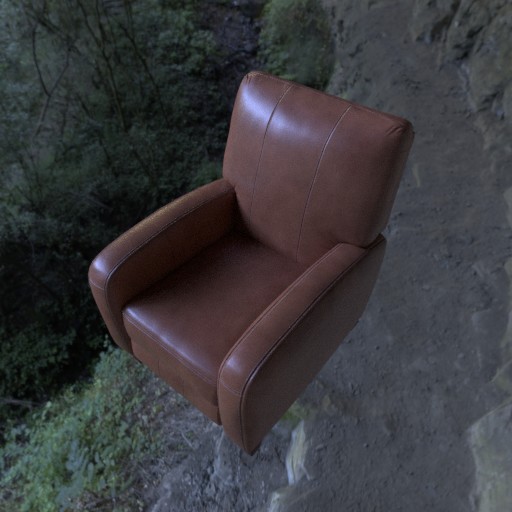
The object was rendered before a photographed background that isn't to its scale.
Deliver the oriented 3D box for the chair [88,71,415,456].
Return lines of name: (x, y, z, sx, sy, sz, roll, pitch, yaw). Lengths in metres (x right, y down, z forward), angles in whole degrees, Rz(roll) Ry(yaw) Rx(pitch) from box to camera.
chair: (0.000, 0.000, 1.641, 0.762, 0.990, 0.990, 30, 53, 26)
